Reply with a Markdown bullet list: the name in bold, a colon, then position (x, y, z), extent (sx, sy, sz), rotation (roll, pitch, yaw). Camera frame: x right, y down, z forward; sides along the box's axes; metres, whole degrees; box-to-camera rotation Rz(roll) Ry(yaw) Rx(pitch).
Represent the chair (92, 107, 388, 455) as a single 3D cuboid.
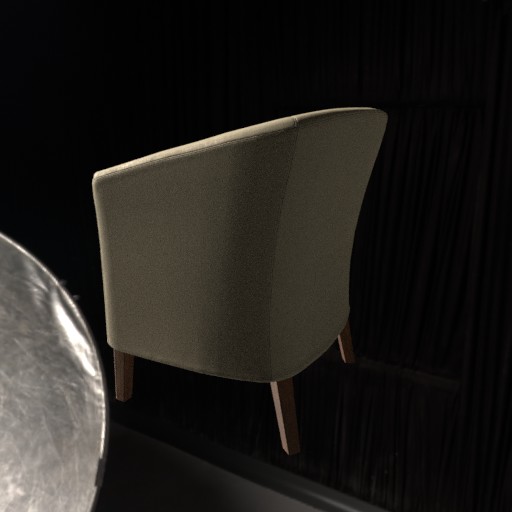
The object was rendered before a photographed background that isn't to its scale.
- **chair**: position (0.000, 0.000, 1.312), extent (0.657, 0.822, 0.643), rotation (9, 19, 27)
